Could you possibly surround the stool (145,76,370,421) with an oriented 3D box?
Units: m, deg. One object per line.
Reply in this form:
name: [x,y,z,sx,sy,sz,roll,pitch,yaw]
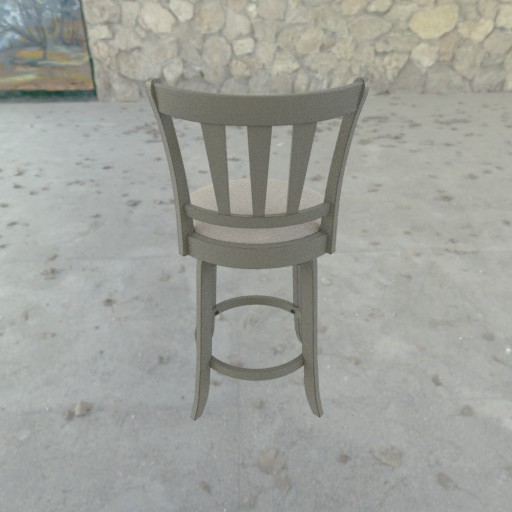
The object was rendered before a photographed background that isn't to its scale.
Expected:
stool: [0.000,0.000,1.263,0.450,0.994,0.486,-1,30,-1]
